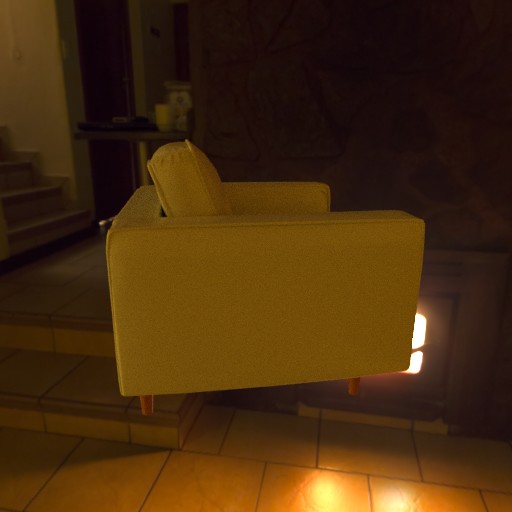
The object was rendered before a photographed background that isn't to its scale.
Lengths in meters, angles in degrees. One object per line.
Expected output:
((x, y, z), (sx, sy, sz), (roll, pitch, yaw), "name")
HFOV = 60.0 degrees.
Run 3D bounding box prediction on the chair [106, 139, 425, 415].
((0.000, 0.000, 1.528), (0.843, 0.773, 0.928), (-3, 16, -9), "chair")
